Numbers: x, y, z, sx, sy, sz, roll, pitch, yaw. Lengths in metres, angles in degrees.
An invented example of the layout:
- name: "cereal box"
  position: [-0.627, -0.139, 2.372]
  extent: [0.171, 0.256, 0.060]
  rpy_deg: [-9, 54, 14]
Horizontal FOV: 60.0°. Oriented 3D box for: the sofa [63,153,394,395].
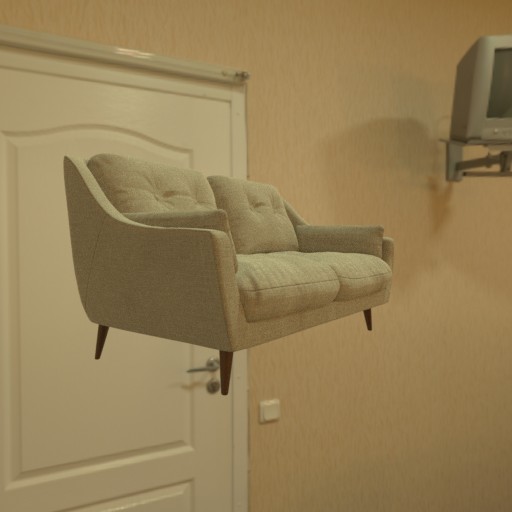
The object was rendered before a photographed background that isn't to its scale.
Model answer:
- name: "sofa"
  position: [0.000, 0.000, 2.210]
  extent: [0.965, 0.888, 1.652]
  rpy_deg: [1, 2, 35]
